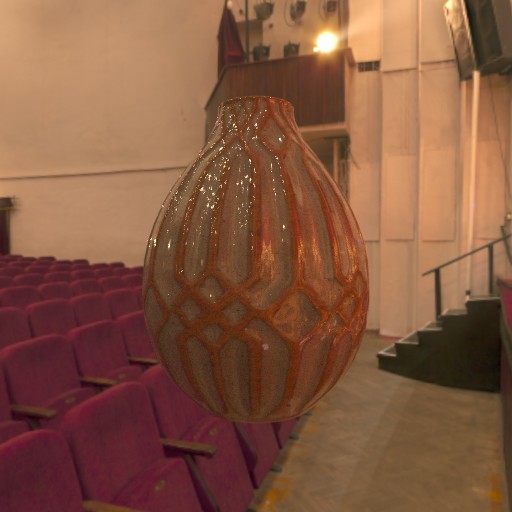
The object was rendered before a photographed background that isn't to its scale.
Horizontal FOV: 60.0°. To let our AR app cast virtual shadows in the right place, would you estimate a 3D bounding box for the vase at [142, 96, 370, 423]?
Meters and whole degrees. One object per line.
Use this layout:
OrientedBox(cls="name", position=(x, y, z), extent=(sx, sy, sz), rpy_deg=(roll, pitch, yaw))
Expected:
OrientedBox(cls="vase", position=(0.000, 0.000, 0.263), extent=(0.131, 0.175, 0.131), rpy_deg=(0, 1, 0))
